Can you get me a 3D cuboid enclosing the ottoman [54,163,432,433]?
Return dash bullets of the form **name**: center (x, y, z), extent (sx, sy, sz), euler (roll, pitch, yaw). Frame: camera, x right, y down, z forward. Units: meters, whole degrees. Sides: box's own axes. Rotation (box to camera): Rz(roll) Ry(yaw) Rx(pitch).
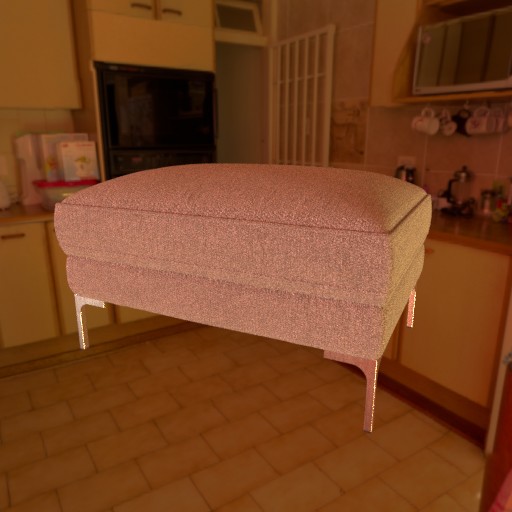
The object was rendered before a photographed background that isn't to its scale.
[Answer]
- **ottoman**: center (0.000, 0.000, 1.156), extent (0.785, 0.464, 0.583), euler (8, 17, 26)
